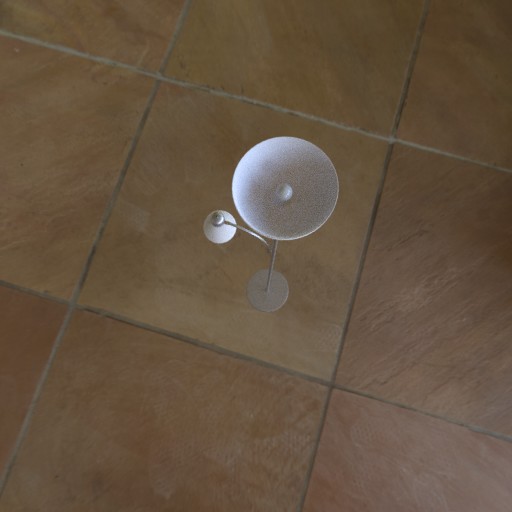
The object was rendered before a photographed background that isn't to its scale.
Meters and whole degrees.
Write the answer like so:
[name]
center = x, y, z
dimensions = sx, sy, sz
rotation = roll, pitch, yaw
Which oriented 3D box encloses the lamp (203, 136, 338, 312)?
[lamp]
center = 0.000, 0.000, 1.988
dimensions = 0.425, 1.804, 0.279
rotation = 19, 78, 4
